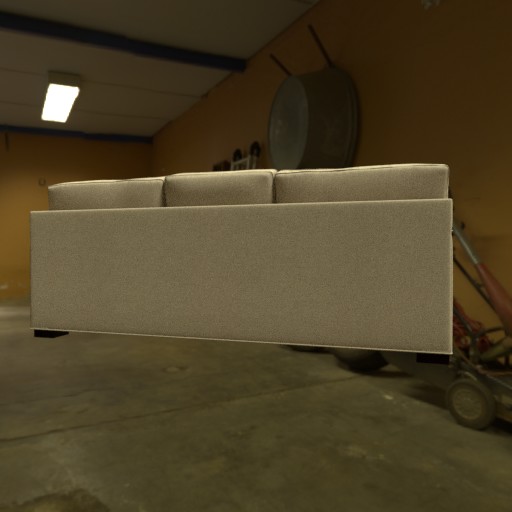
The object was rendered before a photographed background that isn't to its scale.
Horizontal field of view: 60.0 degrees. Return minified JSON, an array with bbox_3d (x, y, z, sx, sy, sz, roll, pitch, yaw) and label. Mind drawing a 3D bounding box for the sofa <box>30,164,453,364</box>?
[{"bbox_3d":[0.000,0.000,2.778,2.087,0.861,1.496,0,1,16],"label":"sofa"}]
